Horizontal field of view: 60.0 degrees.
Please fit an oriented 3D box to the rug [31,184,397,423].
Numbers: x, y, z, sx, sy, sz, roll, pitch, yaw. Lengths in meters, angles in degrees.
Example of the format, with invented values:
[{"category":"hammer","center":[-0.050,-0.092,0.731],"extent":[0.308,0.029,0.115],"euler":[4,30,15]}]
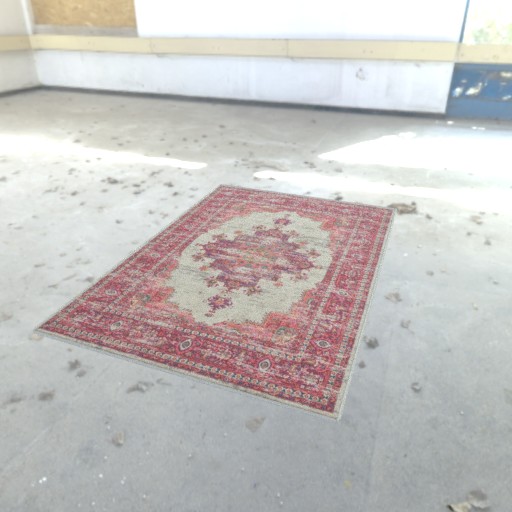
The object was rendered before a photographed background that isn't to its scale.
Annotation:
[{"category":"rug","center":[0.000,0.000,2.250],"extent":[1.217,0.011,1.747],"euler":[11,31,18]}]
